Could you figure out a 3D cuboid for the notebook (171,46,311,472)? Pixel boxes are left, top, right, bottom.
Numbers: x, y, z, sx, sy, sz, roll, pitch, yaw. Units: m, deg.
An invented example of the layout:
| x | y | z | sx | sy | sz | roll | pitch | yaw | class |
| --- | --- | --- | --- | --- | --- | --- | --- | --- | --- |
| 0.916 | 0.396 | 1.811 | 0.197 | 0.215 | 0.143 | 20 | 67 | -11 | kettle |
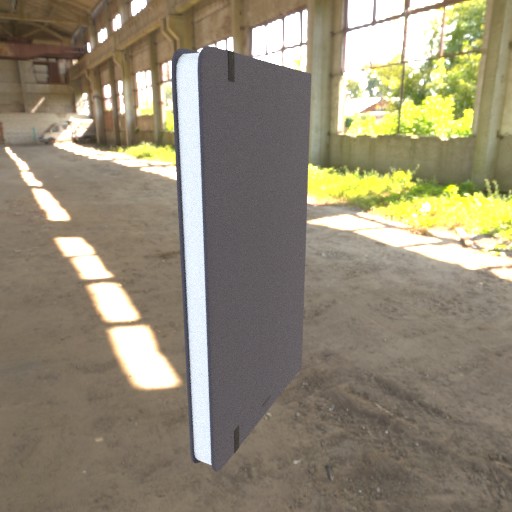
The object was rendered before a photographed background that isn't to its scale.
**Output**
| x | y | z | sx | sy | sz | roll | pitch | yaw | class |
| --- | --- | --- | --- | --- | --- | --- | --- | --- | --- |
| 0.000 | 0.000 | 0.263 | 0.016 | 0.213 | 0.127 | 8 | 18 | 26 | notebook |
